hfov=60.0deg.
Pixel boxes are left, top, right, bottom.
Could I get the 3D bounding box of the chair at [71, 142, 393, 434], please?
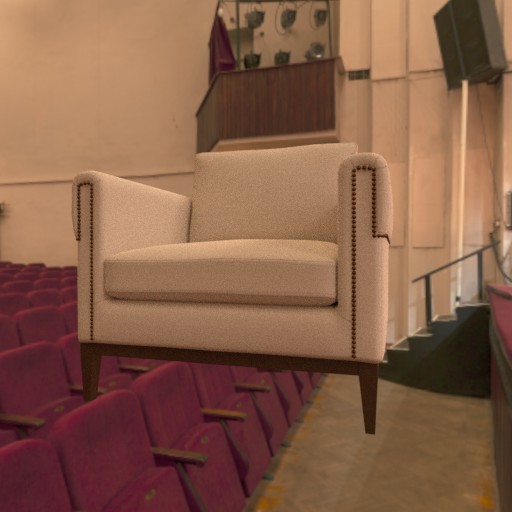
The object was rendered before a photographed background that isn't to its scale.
[{"bbox_3d":[0.000,0.000,1.660,0.982,0.915,0.896,0,0,17],"label":"chair"}]
